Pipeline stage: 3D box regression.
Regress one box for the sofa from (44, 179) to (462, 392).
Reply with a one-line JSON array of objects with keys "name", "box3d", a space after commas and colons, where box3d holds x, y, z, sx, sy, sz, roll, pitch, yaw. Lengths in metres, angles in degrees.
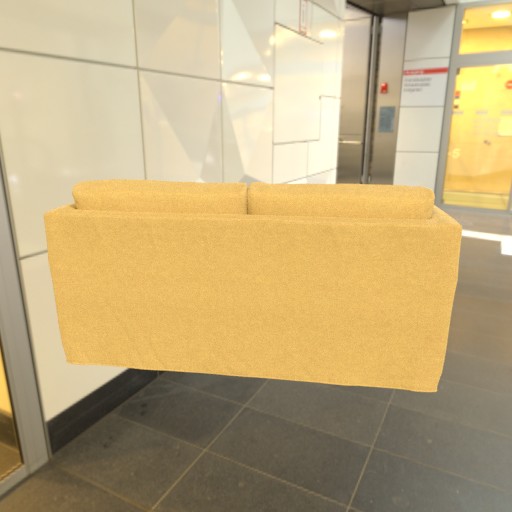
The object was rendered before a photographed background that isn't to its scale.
[{"name": "sofa", "box3d": [0.000, 0.000, 2.275, 1.719, 0.835, 0.962, 2, 17, 8]}]
